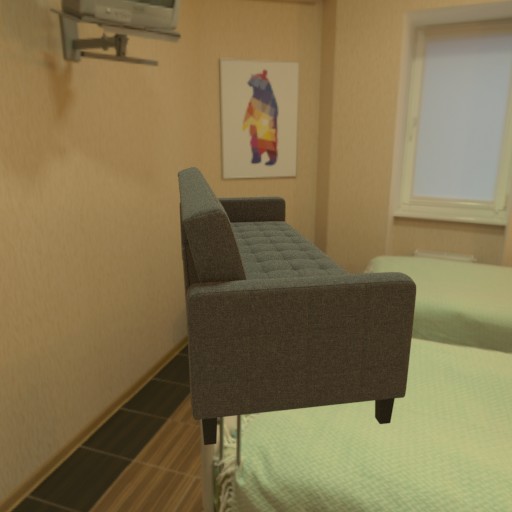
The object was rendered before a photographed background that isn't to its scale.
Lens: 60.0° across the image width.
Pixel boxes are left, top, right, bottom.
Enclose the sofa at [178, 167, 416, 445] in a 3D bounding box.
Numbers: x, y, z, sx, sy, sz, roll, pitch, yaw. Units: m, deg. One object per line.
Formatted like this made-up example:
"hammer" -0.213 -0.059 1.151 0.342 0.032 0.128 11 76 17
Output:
"sofa" 0.000 0.000 2.458 0.810 0.850 2.040 -3 16 -10
